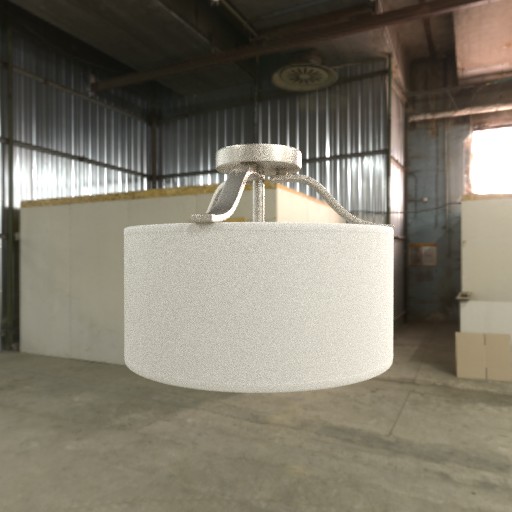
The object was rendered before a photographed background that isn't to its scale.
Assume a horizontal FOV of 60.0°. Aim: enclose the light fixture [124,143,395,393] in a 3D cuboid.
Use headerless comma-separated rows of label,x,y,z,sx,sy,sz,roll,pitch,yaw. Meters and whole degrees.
light fixture,0.000,0.000,0.662,0.395,0.304,0.395,0,1,0
